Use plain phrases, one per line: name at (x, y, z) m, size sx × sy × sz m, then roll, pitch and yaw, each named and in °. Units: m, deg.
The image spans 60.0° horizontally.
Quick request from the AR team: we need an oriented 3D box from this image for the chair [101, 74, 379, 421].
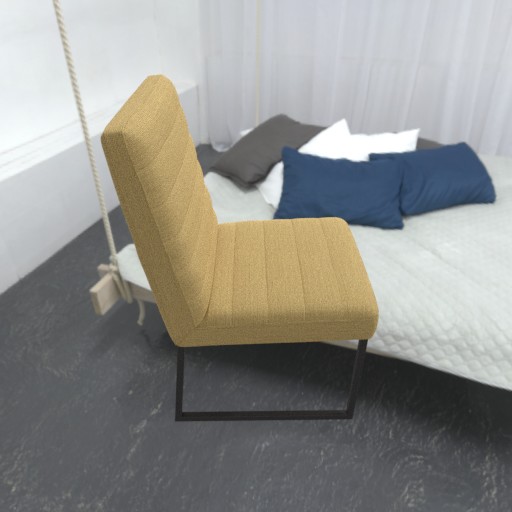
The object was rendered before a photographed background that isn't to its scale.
chair at (0.000, 0.000, 1.315) m, size 0.634 × 0.930 × 0.520 m, roll 0°, pitch 34°, yaw -1°
